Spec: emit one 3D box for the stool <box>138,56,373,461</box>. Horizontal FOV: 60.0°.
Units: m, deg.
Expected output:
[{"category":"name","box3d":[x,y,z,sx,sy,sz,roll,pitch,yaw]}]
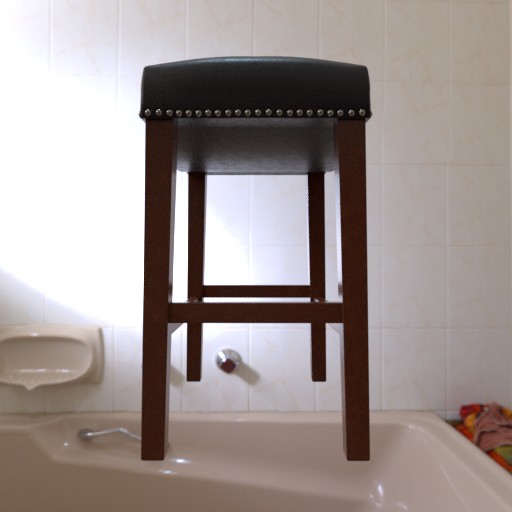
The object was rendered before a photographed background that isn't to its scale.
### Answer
[{"category":"stool","box3d":[0.000,0.000,0.942,0.372,0.654,0.504,0,0,0]}]
